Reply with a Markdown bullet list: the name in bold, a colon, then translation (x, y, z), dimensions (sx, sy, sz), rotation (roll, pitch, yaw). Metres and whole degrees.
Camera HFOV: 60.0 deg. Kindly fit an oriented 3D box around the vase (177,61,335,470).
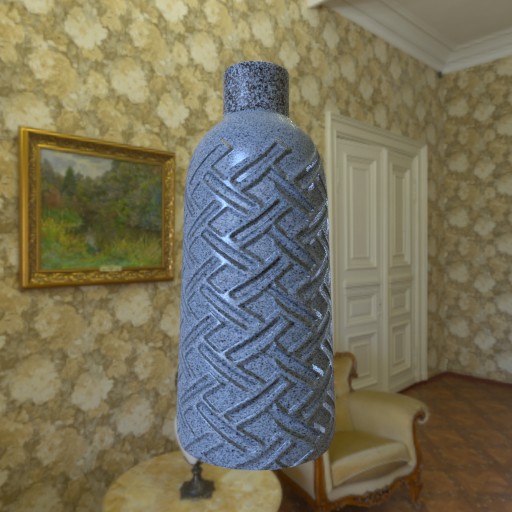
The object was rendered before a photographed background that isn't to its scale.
- **vase**: translation (0.000, 0.000, 0.345), dimensions (0.122, 0.282, 0.122), rotation (0, 0, 0)
